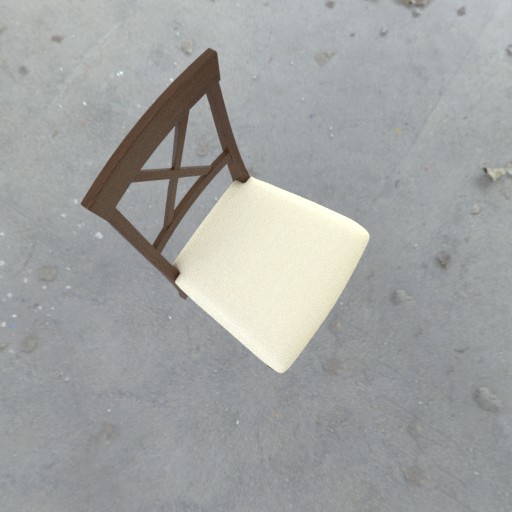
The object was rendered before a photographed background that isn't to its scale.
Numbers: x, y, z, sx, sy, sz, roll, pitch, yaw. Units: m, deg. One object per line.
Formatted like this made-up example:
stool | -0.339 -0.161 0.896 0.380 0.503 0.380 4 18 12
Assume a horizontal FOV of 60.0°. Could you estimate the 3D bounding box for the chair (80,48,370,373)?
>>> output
chair | 0.000 0.000 1.182 0.480 0.913 0.440 33 77 8
